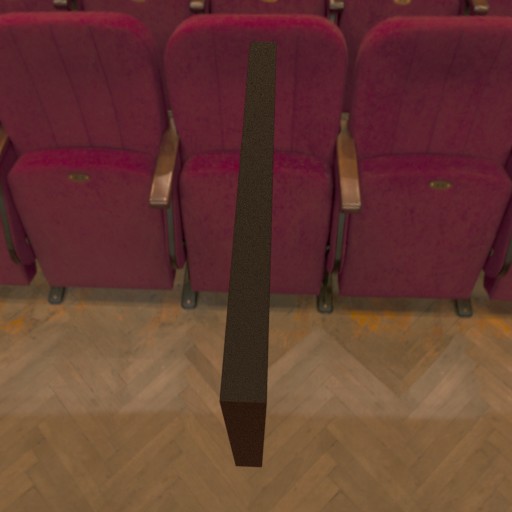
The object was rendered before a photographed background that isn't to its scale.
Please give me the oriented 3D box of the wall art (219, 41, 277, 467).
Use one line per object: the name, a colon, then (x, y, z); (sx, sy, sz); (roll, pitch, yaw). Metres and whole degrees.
wall art: (0.000, 0.000, 0.845); (0.051, 0.456, 0.671); (2, 57, 1)
